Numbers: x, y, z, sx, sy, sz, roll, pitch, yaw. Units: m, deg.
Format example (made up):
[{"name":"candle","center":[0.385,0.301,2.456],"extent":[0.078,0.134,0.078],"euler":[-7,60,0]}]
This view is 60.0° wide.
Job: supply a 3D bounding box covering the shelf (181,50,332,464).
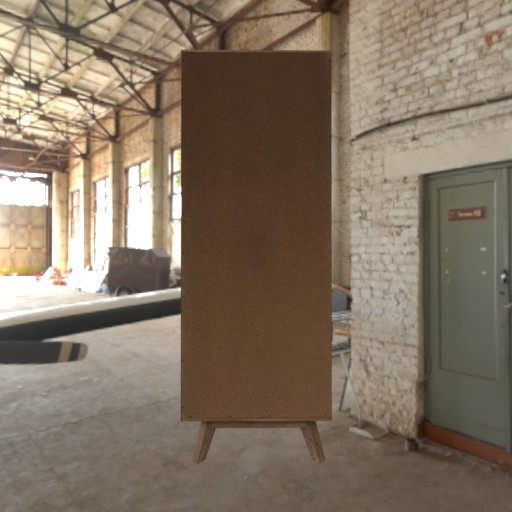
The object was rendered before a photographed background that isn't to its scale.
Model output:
[{"name":"shelf","center":[0.000,0.000,1.565],"extent":[0.491,1.342,0.267],"euler":[0,0,-1]}]
